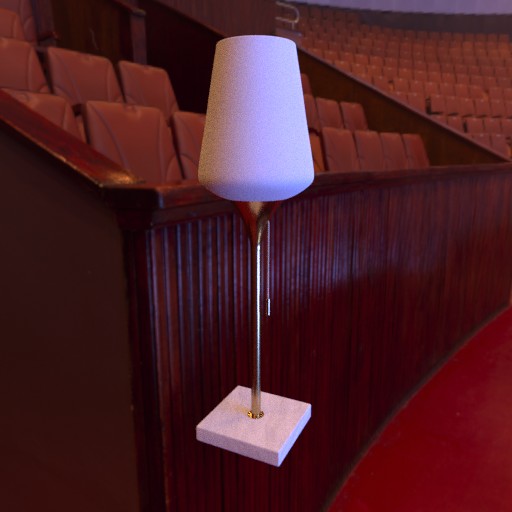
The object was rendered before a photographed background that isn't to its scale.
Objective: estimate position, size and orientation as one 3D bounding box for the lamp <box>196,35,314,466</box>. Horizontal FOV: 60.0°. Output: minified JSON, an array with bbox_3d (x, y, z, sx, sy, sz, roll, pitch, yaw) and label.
[{"bbox_3d":[0.000,0.000,0.727,0.181,0.639,0.181,6,15,25],"label":"lamp"}]
